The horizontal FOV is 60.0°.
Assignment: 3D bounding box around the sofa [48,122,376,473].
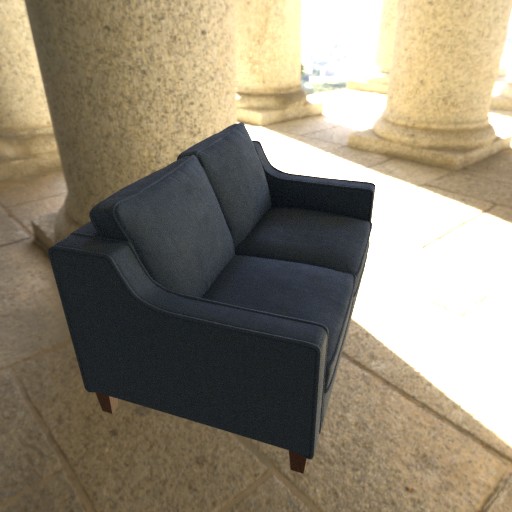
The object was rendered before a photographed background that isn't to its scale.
[{"bbox_3d":[0.000,0.000,2.141,0.987,0.971,1.501,10,31,17],"label":"sofa"}]
